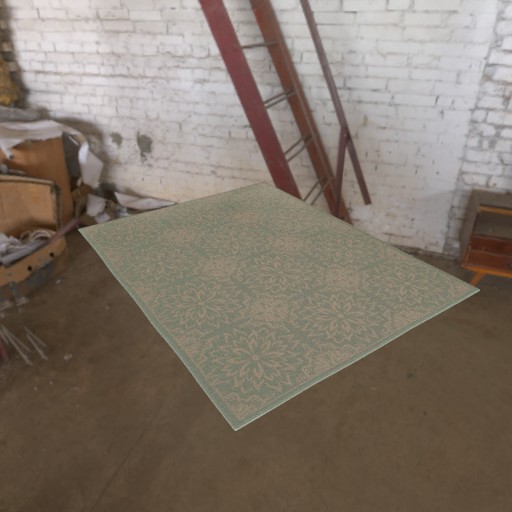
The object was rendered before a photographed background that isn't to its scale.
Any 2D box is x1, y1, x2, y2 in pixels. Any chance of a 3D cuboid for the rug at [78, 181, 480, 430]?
[{"bbox_3d":[0.000,0.000,4.070,2.363,0.012,2.980,-19,36,-30],"label":"rug"}]
